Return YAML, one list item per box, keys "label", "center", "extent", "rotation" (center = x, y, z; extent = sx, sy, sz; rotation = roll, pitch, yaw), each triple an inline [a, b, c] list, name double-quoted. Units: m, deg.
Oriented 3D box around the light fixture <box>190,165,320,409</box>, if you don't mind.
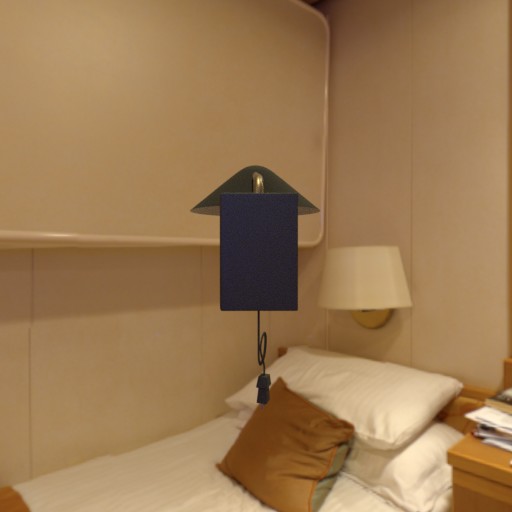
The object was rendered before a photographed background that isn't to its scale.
- label: "light fixture"
  center: [0.000, 0.000, 0.686]
  extent: [0.240, 0.312, 0.516]
  rotation: [0, 0, -1]
